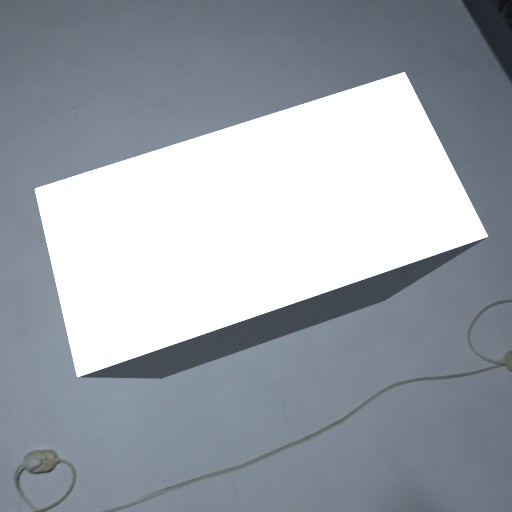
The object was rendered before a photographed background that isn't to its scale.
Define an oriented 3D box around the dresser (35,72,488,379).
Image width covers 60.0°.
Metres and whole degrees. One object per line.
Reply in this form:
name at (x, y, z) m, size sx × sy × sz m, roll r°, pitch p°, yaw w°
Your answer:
dresser at (0.000, 0.000, 1.251) m, size 0.830 × 0.740 × 0.420 m, roll -18°, pitch 75°, yaw -5°
